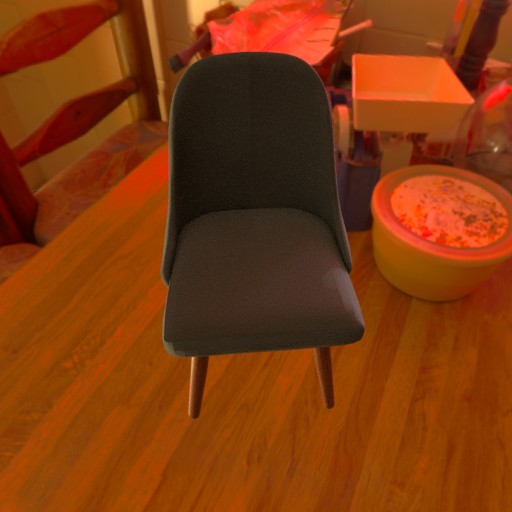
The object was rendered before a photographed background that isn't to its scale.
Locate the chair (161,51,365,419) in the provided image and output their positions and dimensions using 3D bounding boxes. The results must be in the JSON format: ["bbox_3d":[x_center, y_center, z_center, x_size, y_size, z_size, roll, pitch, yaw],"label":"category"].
[{"bbox_3d":[0.000,0.000,1.235,0.503,0.882,0.589,-3,47,-3],"label":"chair"}]
